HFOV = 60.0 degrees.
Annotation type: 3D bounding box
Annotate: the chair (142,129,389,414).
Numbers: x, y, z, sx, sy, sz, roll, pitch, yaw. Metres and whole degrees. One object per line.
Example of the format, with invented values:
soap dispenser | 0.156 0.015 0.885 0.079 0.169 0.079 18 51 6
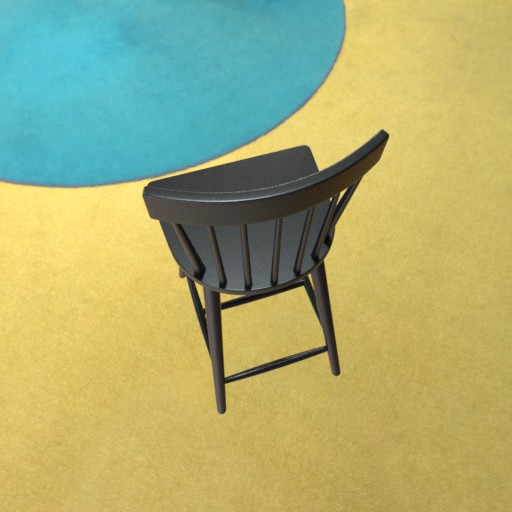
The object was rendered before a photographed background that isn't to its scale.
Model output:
chair | 0.000 0.000 1.253 0.483 0.952 0.572 -15 60 -9
